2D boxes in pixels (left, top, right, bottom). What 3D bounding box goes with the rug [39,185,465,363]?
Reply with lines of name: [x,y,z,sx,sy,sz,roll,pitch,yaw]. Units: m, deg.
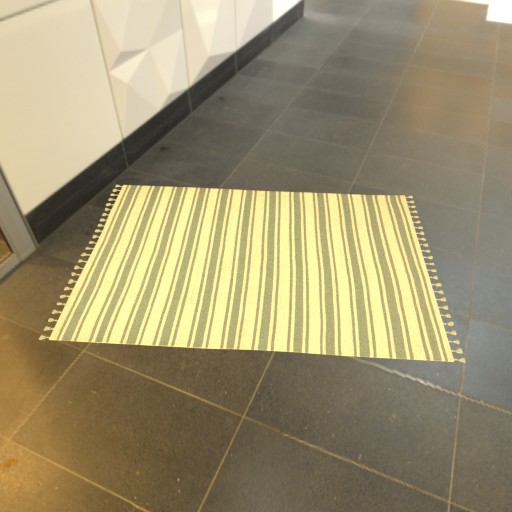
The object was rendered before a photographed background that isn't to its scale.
rug: [0.000,0.000,3.036,2.410,0.011,1.539,3,44,3]
